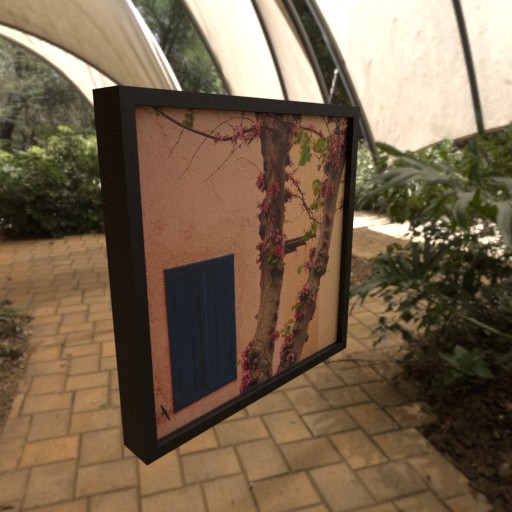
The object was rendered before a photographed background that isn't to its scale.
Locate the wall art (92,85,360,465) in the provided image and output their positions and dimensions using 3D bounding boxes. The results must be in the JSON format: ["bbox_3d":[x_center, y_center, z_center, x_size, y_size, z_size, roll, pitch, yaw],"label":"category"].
[{"bbox_3d":[0.000,0.000,0.456,0.038,0.304,0.305,14,20,42],"label":"wall art"}]
